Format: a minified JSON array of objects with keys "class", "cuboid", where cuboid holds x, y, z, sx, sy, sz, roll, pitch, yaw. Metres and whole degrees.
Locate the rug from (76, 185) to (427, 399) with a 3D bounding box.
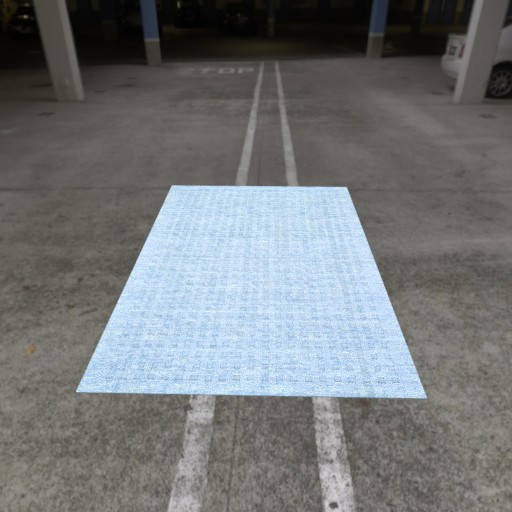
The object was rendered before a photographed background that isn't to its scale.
[{"class":"rug","cuboid":[0.000,0.000,2.889,1.522,0.006,2.286,1,32,1]}]
